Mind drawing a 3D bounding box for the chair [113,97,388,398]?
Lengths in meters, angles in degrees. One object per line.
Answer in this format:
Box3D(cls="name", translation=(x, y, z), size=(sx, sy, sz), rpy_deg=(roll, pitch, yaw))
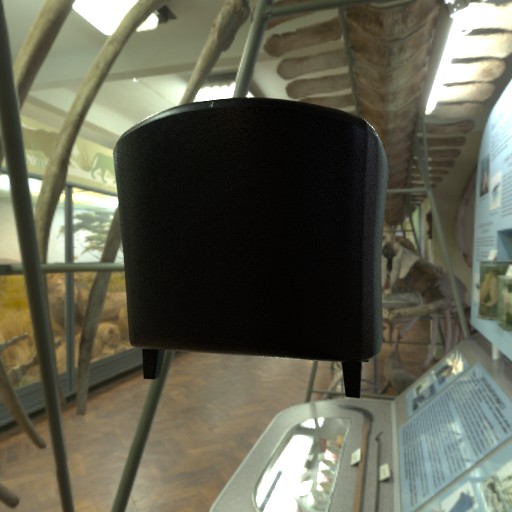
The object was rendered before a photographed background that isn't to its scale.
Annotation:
Box3D(cls="chair", translation=(0.000, 0.000, 1.387), size=(0.793, 0.756, 0.727), rpy_deg=(0, 0, 17))
